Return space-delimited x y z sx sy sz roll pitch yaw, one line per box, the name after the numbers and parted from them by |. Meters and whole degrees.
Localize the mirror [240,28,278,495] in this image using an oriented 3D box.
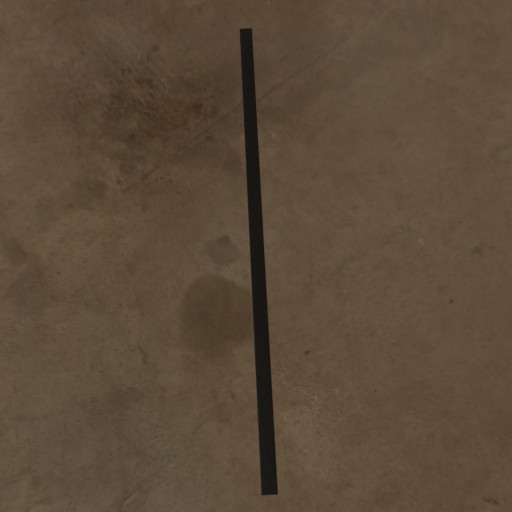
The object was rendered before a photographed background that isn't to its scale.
0.000 0.000 1.786 0.047 0.692 1.584 -3 75 -1 | mirror
